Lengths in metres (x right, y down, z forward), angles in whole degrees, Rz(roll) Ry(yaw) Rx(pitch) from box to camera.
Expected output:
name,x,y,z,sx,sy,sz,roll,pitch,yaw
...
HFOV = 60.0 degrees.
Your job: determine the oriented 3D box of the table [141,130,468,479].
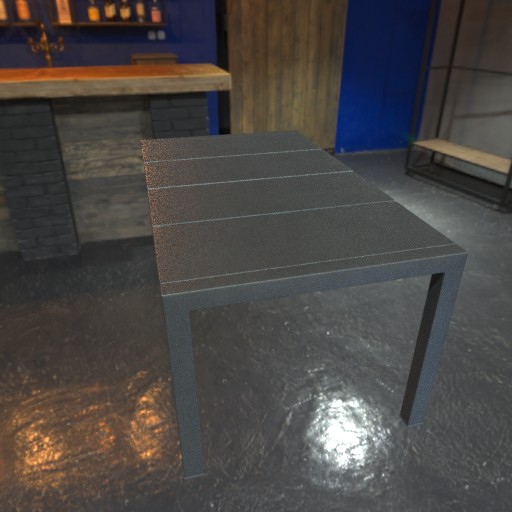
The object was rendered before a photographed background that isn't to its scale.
name,x,y,z,sx,sy,sz,roll,pitch,yaw
table,0.000,0.000,1.272,0.559,0.460,0.965,-7,30,-13
